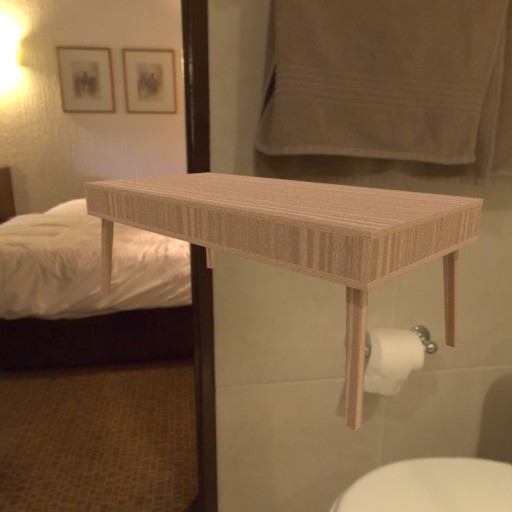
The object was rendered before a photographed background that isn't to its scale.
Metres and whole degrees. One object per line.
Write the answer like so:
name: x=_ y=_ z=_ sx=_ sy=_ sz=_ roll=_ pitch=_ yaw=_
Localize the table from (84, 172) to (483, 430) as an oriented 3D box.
table: x=0.000 y=0.000 z=1.503 sx=1.200 sy=0.450 sz=0.600 roll=15 pitch=21 yaw=43
